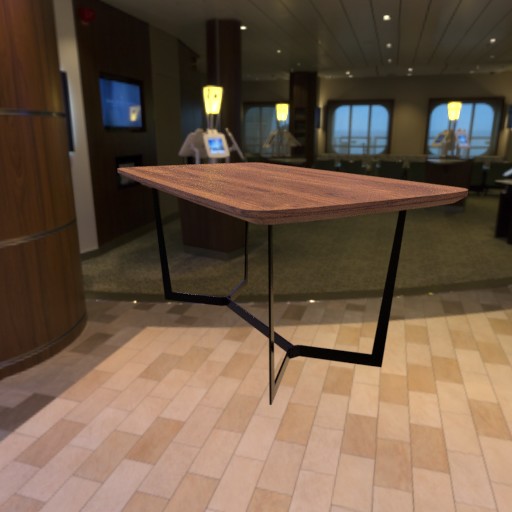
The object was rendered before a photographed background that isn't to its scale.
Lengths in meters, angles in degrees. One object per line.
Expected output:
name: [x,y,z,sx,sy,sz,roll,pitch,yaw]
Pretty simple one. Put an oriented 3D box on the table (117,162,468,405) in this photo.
table: [0.000,0.000,2.155,0.949,0.765,1.643,-9,18,-28]
